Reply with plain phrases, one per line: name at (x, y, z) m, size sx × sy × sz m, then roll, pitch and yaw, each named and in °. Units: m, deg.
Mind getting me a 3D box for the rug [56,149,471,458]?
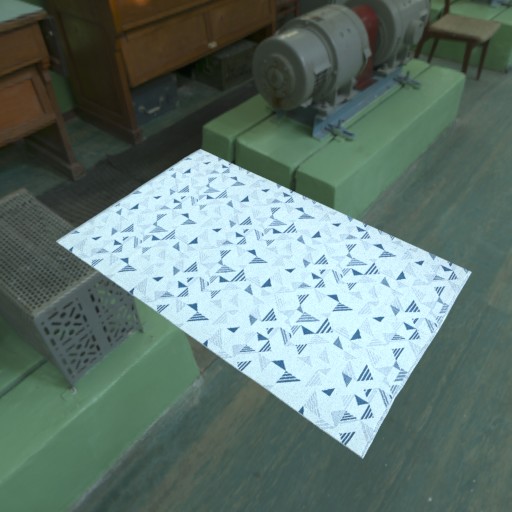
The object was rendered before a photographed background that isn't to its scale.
rug at (0.000, 0.000, 3.048) m, size 2.457 × 0.009 × 1.512 m, roll 29°, pitch 52°, yaw 25°
